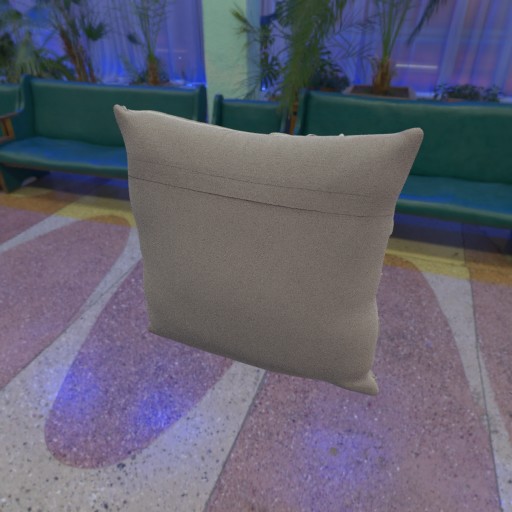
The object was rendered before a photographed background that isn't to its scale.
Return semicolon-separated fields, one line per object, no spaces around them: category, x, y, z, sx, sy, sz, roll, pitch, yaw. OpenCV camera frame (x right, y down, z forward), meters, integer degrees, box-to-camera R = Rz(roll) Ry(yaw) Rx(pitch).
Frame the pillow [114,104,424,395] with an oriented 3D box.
pillow;0.000;0.000;0.692;0.439;0.440;0.185;11;34;17
